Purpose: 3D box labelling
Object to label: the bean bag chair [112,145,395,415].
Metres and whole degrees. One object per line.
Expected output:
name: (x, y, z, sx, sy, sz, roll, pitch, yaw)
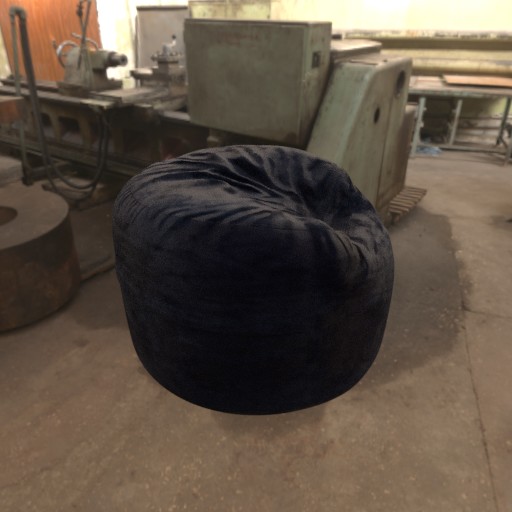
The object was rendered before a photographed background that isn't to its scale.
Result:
bean bag chair: (0.000, 0.000, 1.511, 0.918, 0.616, 0.918, 0, 28, 0)
